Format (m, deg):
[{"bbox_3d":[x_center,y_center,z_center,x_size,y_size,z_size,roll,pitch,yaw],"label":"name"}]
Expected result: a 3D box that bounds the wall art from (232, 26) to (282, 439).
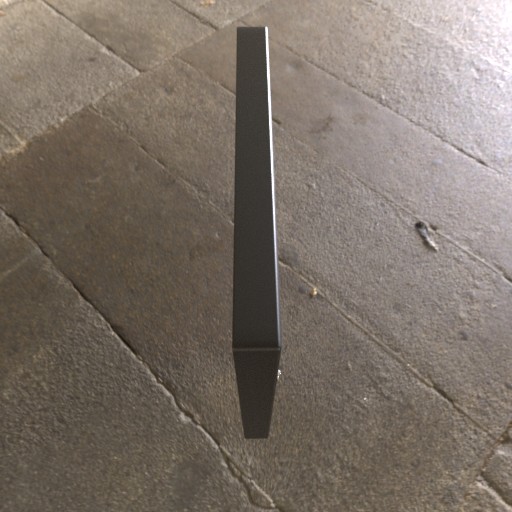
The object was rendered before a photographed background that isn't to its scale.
[{"bbox_3d":[0.000,0.000,0.605,0.041,0.407,0.406,-1,59,0],"label":"wall art"}]
